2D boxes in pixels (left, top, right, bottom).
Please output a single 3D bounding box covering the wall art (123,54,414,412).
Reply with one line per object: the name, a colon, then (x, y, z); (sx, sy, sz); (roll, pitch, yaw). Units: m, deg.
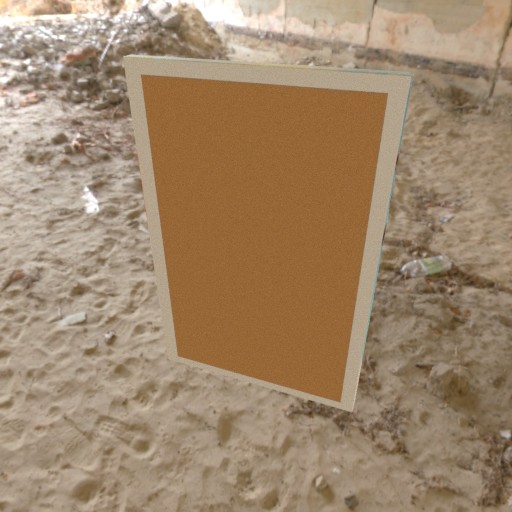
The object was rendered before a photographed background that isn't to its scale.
wall art: (0.000, 0.000, 1.133); (0.605, 0.915, 0.037); (11, 34, 17)
